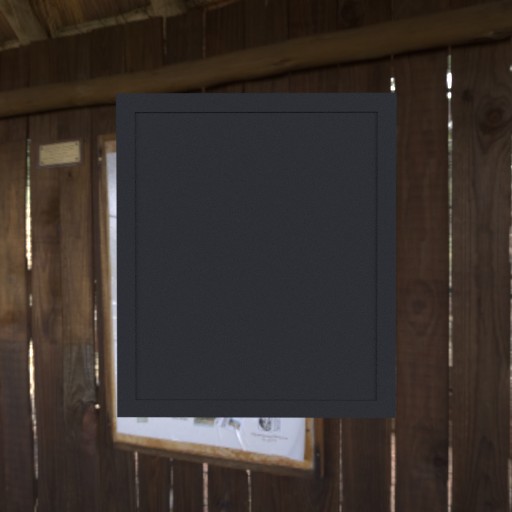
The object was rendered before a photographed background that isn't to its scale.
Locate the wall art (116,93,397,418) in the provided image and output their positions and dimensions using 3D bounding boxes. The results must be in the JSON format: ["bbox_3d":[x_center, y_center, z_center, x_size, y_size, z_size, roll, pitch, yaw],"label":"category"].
[{"bbox_3d":[0.000,0.000,0.499,0.311,0.361,0.010,0,1,0],"label":"wall art"}]
